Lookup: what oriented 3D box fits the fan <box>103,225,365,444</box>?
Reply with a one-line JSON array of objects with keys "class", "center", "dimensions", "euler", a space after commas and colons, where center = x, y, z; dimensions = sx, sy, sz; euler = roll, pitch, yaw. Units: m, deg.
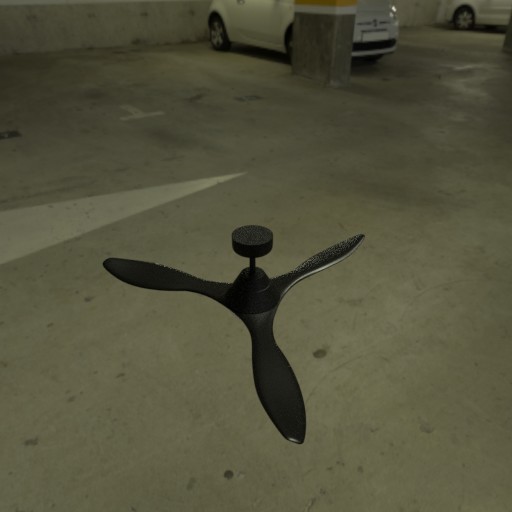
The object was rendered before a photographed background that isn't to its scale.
[{"class": "fan", "center": [0.000, 0.000, 1.652], "dimensions": [1.067, 0.305, 1.067], "euler": [22, 38, 31]}]
